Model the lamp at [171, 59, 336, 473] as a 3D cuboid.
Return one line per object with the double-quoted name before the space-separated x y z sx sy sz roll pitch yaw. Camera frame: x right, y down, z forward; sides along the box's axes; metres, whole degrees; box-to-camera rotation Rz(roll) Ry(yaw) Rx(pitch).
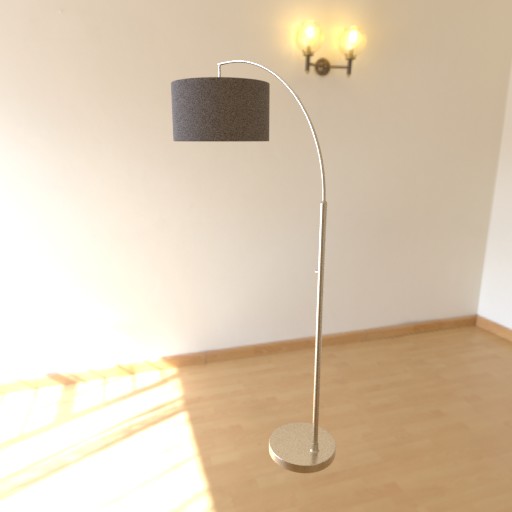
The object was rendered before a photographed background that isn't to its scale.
"lamp" 0.000 0.000 2.064 0.452 1.735 0.934 -13 19 -41
